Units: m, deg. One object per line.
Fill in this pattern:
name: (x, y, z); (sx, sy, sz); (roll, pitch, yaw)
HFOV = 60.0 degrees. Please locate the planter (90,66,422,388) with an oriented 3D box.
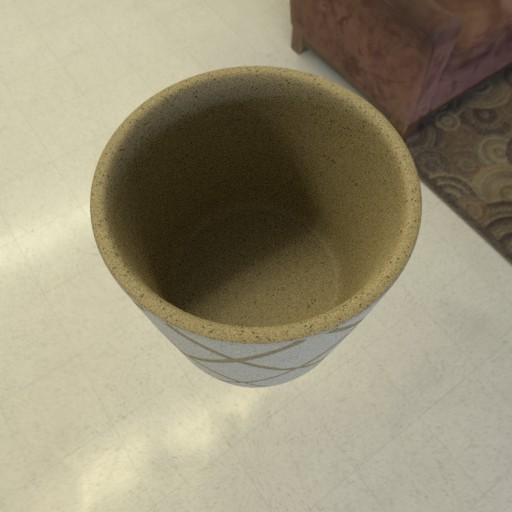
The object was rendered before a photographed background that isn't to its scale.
planter: (0.000, 0.000, 0.411); (0.228, 0.235, 0.228); (0, 64, 0)
